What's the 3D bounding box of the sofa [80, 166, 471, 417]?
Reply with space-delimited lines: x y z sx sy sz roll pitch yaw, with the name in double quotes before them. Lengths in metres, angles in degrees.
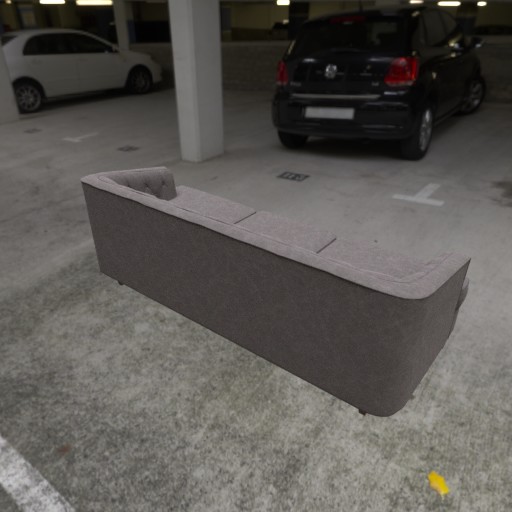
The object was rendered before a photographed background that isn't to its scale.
"sofa" 0.000 0.000 2.683 2.247 0.806 0.917 21 36 32
